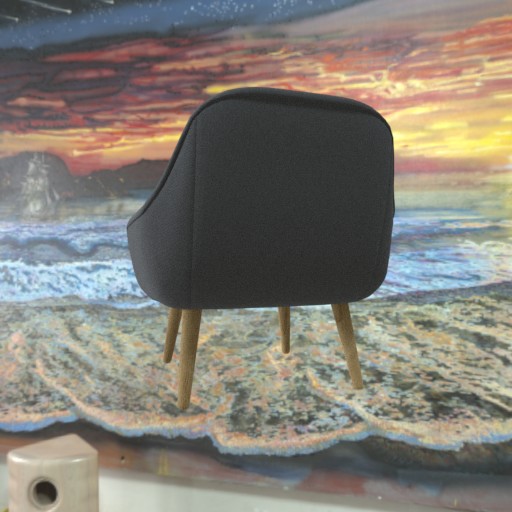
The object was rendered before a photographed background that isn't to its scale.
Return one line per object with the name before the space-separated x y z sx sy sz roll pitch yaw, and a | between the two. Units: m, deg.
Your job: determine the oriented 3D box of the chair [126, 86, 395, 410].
chair | 0.000 0.000 1.419 0.770 0.800 0.779 0 0 -19
